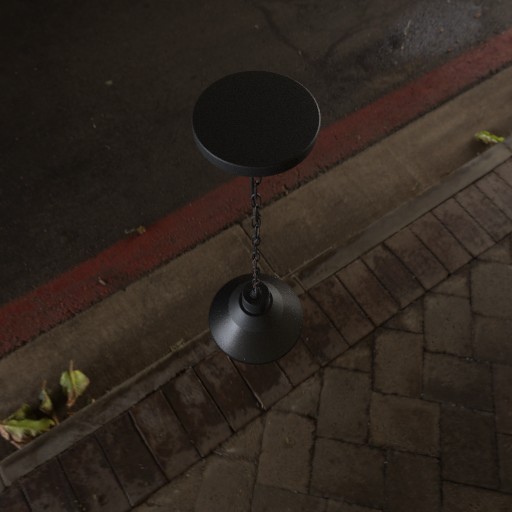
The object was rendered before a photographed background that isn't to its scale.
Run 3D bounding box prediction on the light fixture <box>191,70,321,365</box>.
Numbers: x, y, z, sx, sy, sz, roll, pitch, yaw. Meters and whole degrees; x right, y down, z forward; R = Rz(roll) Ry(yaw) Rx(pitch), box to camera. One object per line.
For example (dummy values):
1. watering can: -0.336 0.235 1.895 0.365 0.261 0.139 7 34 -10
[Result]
1. light fixture: 0.000 0.000 0.675 0.201 0.588 0.201 -2 64 -1
